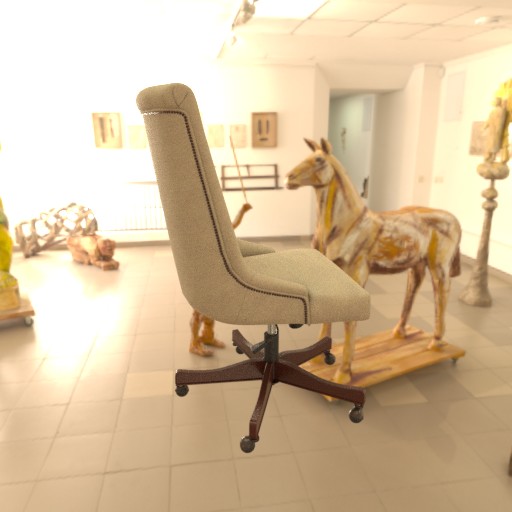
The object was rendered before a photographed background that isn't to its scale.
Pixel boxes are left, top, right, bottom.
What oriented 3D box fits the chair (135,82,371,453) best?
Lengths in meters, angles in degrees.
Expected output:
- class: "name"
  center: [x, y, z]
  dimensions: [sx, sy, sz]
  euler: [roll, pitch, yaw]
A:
- class: "chair"
  center: [0.000, 0.000, 1.444]
  dimensions: [0.696, 1.010, 0.645]
  euler: [-3, 16, -9]
